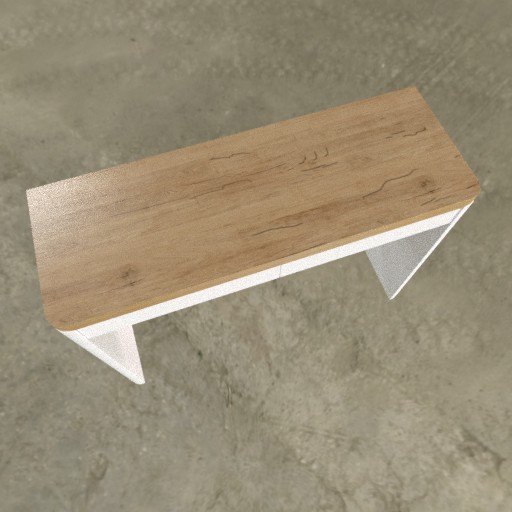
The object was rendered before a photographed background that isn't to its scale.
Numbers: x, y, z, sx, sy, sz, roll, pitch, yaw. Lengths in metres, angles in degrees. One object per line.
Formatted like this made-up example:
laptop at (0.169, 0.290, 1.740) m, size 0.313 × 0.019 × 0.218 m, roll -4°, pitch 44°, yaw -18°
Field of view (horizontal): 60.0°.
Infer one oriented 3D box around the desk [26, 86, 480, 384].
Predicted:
desk at (0.000, 0.000, 1.465) m, size 1.100 × 0.760 × 0.390 m, roll -17°, pitch 66°, yaw -8°
